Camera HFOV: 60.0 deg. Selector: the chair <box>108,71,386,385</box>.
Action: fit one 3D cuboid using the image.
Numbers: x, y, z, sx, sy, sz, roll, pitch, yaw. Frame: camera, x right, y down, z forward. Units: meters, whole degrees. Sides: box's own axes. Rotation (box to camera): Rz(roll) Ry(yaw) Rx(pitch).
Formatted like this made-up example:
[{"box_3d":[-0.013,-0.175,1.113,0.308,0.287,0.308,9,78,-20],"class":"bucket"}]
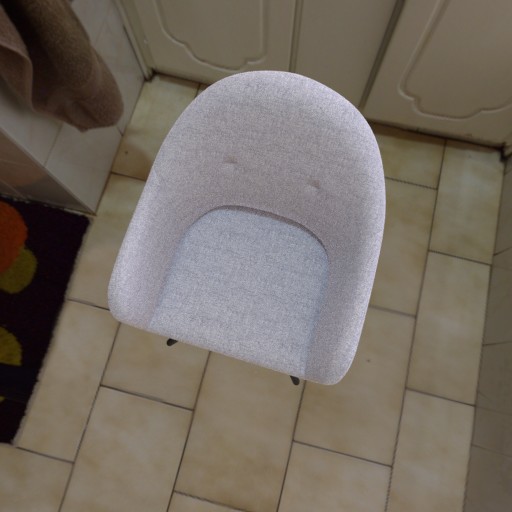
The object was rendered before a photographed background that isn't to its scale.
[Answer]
[{"box_3d":[0.000,0.000,1.162,0.540,0.780,0.570,16,76,4],"class":"chair"}]
